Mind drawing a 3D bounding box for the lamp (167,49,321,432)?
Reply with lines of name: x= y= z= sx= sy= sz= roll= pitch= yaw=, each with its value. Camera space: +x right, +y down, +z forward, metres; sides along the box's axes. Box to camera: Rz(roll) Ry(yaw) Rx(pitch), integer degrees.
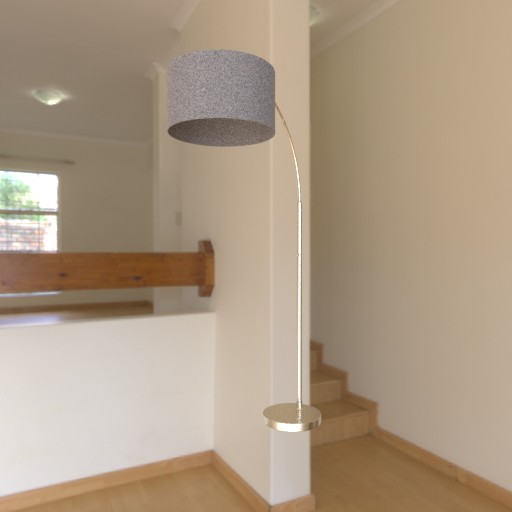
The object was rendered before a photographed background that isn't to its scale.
lamp: x=0.000 y=0.000 z=2.075 sx=0.452 sy=1.735 sz=0.934 roll=0 pitch=1 yaw=37
